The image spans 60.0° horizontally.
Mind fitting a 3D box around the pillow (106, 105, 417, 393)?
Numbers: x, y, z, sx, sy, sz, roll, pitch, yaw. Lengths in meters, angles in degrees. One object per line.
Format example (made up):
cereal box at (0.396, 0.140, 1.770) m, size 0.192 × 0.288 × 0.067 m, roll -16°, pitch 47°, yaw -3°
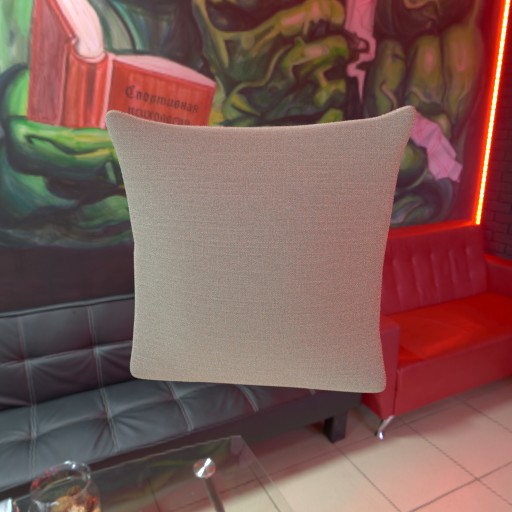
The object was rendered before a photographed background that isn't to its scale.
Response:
pillow at (0.000, 0.000, 0.702) m, size 0.451 × 0.449 × 0.191 m, roll 2°, pitch 15°, yaw 6°
